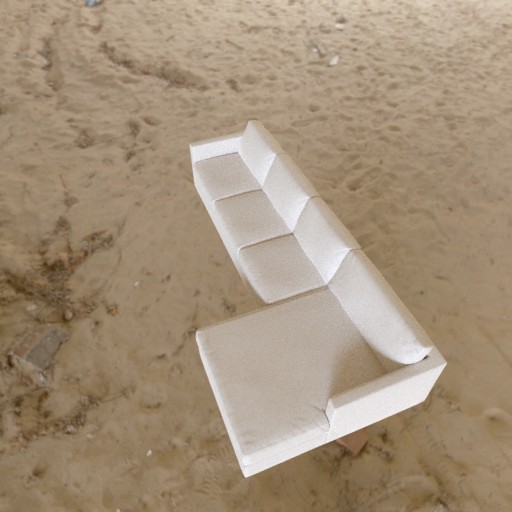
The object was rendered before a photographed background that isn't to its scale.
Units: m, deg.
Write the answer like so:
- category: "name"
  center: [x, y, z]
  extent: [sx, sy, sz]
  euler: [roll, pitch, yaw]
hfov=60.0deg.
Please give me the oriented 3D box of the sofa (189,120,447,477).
- category: "sofa"
  center: [0.000, 0.000, 4.254]
  extent: [1.606, 0.954, 3.471]
  euler: [-16, 49, -15]
